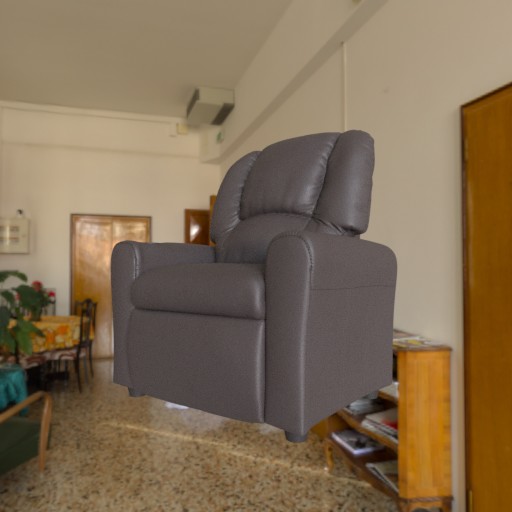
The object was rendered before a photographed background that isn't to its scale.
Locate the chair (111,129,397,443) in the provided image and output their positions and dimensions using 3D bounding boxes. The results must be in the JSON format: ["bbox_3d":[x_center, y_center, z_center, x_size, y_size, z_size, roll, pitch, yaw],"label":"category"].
[{"bbox_3d":[0.000,0.000,1.143,0.610,0.709,0.521,-1,-2,37],"label":"chair"}]
